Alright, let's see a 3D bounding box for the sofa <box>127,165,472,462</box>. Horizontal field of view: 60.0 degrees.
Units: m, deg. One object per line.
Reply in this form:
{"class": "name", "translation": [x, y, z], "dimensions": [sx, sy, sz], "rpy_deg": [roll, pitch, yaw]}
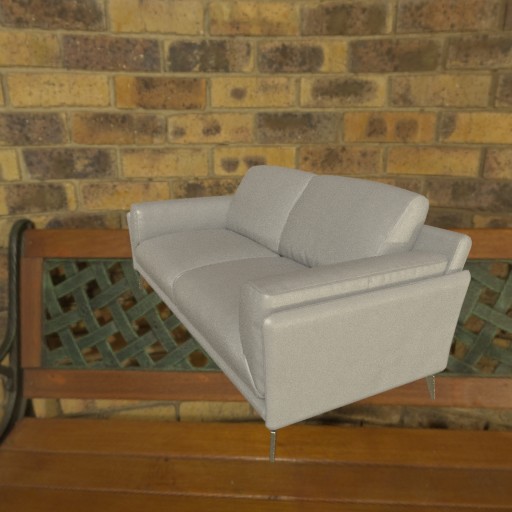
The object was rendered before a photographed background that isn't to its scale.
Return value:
{"class": "sofa", "translation": [0.000, 0.000, 2.578], "dimensions": [1.049, 0.930, 2.101], "rpy_deg": [-8, 18, -26]}
